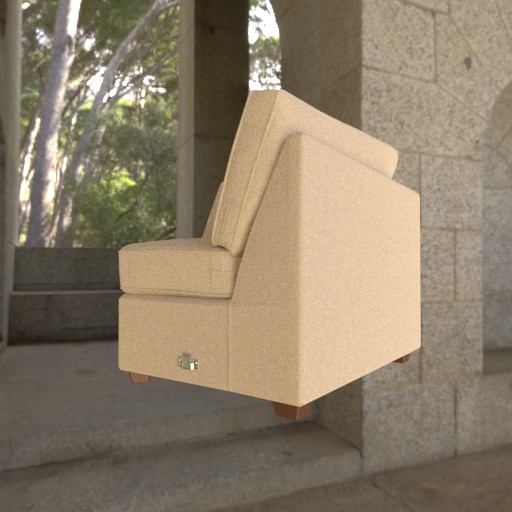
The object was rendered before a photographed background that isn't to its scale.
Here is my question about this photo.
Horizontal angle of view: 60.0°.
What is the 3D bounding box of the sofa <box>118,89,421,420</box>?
[{"bbox_3d":[0.000,0.000,1.855,1.050,0.937,1.042,-1,-1,37],"label":"sofa"}]
